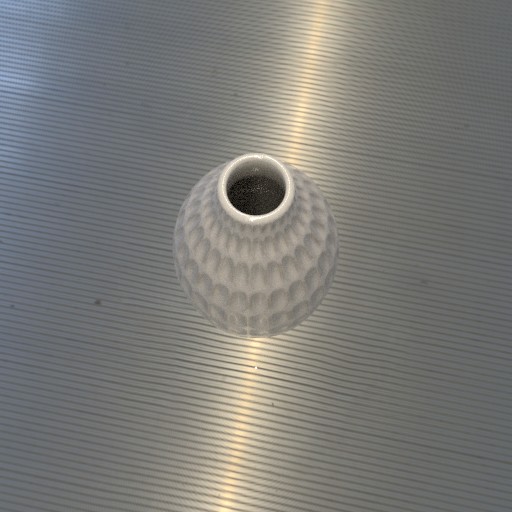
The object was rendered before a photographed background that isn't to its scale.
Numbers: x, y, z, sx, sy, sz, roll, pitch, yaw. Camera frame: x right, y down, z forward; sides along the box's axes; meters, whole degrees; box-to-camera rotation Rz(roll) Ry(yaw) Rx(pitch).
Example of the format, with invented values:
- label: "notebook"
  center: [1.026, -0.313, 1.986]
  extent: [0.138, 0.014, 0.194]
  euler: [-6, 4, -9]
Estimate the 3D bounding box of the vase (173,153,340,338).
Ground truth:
- label: "vase"
  center: [0.000, 0.000, 0.355]
  extent: [0.127, 0.282, 0.127]
  euler: [0, 76, 0]
